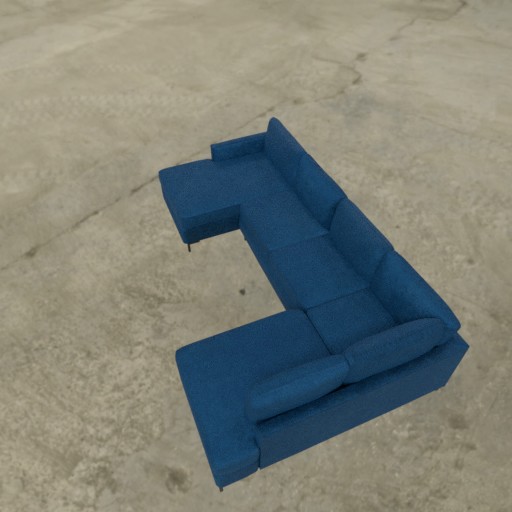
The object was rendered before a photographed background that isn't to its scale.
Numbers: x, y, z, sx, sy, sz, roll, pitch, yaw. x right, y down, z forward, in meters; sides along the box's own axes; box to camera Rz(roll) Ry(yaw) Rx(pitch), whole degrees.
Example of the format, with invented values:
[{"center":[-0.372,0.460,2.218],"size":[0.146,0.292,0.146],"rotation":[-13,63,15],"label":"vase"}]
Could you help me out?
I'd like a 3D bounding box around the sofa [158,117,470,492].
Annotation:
[{"center":[0.000,0.000,4.269],"size":[2.055,0.992,3.434],"rotation":[-17,49,-16],"label":"sofa"}]
